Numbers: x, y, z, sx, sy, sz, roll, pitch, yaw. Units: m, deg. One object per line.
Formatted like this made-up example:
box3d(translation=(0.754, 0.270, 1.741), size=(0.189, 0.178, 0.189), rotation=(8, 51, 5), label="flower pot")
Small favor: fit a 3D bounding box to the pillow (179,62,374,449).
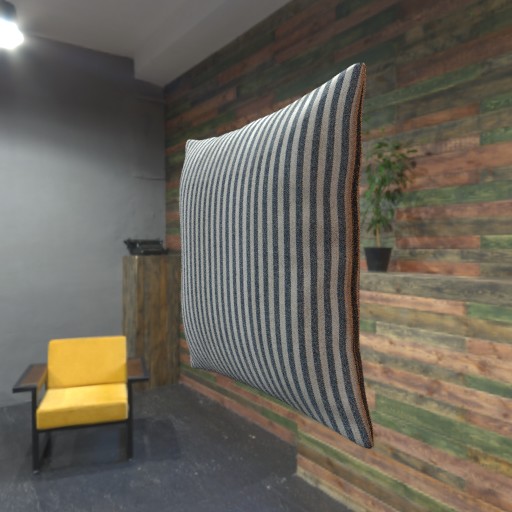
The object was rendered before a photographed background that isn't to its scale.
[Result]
box3d(translation=(0.000, 0.000, 0.787), size=(0.166, 0.510, 0.523), rotation=(-1, 1, -35), label="pillow")
